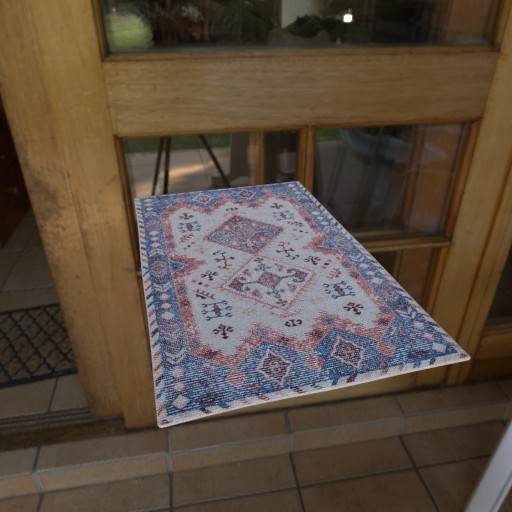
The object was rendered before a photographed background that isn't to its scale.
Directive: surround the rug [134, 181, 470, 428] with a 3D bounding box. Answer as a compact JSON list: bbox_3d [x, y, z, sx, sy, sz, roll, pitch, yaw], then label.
[{"bbox_3d":[0.000,0.000,3.021,1.521,0.023,2.464,-8,32,-13],"label":"rug"}]
